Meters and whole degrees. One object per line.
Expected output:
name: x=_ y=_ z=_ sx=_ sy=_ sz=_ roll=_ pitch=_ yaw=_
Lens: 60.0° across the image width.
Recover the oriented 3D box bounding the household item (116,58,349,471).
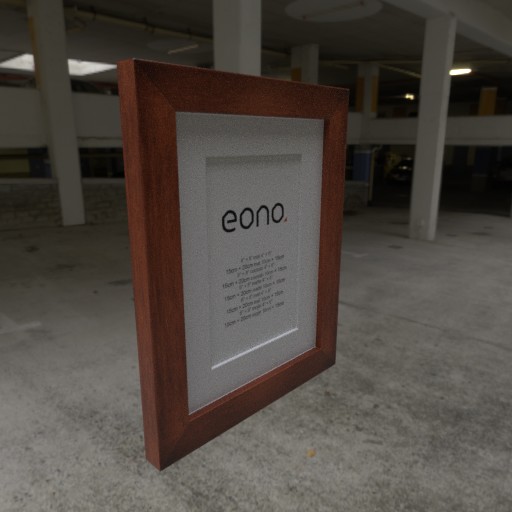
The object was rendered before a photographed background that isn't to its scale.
household item: x=0.000 y=0.000 z=0.334 sx=0.020 sy=0.250 sz=0.200 roll=14 pitch=20 yaw=42
